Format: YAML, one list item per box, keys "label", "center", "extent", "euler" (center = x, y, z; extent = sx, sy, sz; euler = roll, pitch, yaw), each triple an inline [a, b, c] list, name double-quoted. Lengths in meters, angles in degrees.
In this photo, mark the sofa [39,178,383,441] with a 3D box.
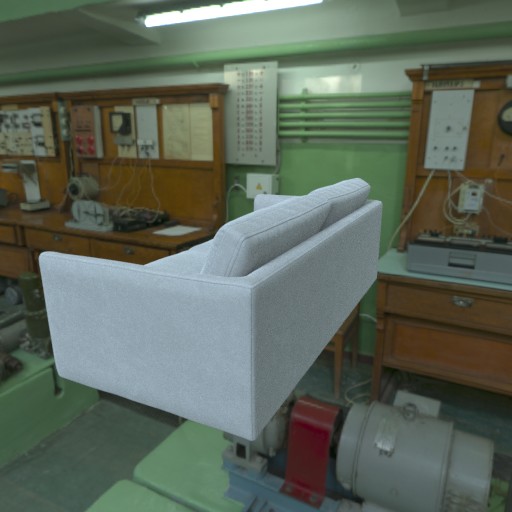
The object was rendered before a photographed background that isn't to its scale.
- label: "sofa"
  center: [0.000, 0.000, 2.766]
  extent: [1.090, 0.838, 2.588]
  euler: [8, 17, 26]
